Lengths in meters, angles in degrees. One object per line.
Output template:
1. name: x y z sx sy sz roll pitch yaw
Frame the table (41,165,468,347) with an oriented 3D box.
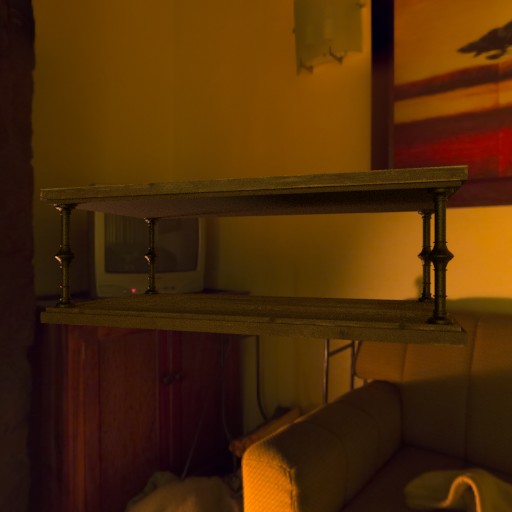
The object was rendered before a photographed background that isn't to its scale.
1. table: 0.000 0.000 1.338 1.088 0.373 0.554 0 0 18
